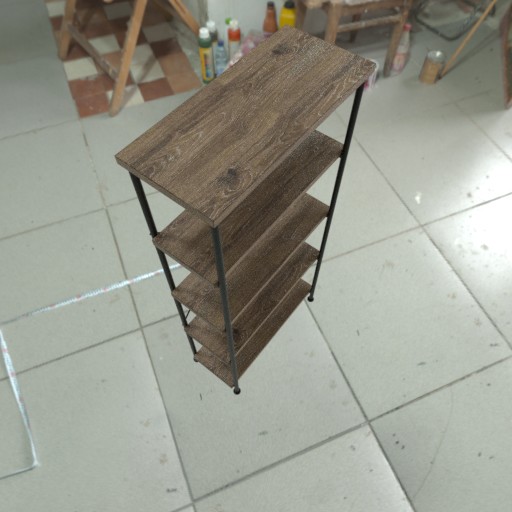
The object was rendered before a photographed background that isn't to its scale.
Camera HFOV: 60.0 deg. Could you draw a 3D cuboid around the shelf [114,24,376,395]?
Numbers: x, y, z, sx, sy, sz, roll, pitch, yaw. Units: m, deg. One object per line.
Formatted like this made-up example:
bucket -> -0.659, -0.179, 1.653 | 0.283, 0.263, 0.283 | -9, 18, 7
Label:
shelf -> 0.000, 0.000, 2.043 | 0.360, 1.700, 0.800 | 34, 64, 19
